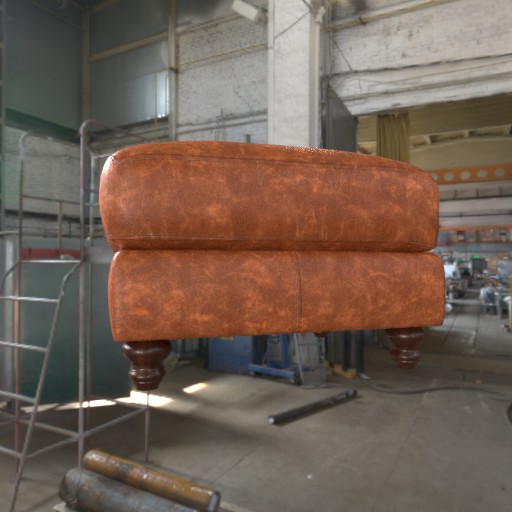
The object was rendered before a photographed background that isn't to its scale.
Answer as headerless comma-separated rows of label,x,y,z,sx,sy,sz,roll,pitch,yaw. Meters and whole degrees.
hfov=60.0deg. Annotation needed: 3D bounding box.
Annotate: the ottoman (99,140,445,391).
ottoman,0.000,0.000,1.256,0.832,0.562,0.657,0,-1,-18
